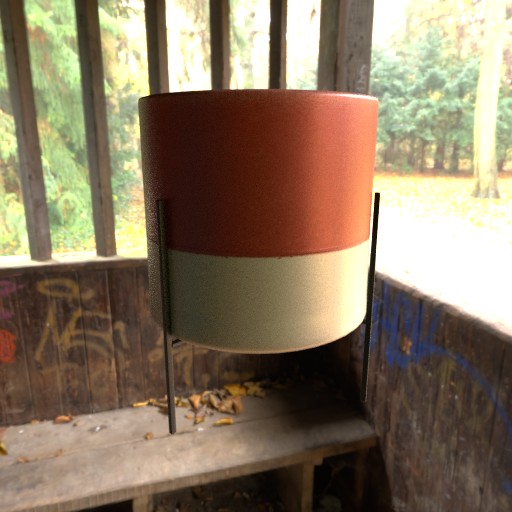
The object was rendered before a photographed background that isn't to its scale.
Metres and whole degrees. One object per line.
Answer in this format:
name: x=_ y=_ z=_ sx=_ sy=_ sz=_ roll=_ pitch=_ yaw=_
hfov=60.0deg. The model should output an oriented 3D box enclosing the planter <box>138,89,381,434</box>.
planter: x=0.000 y=0.000 z=0.703 sx=0.345 sy=0.465 sz=0.354 roll=14 pitch=20 yaw=43
